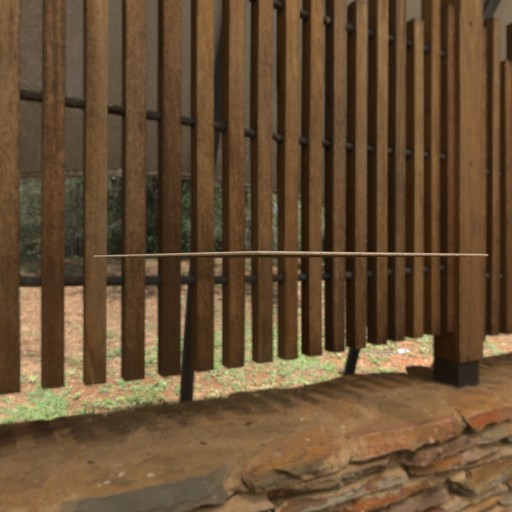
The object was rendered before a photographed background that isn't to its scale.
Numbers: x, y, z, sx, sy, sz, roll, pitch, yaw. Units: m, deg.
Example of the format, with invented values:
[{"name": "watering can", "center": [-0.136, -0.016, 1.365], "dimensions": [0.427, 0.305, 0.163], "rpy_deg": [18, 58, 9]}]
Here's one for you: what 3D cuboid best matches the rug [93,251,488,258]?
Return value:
[{"name": "rug", "center": [0.000, 0.000, 2.348], "dimensions": [1.219, 0.010, 1.829], "rpy_deg": [0, -1, -34]}]
